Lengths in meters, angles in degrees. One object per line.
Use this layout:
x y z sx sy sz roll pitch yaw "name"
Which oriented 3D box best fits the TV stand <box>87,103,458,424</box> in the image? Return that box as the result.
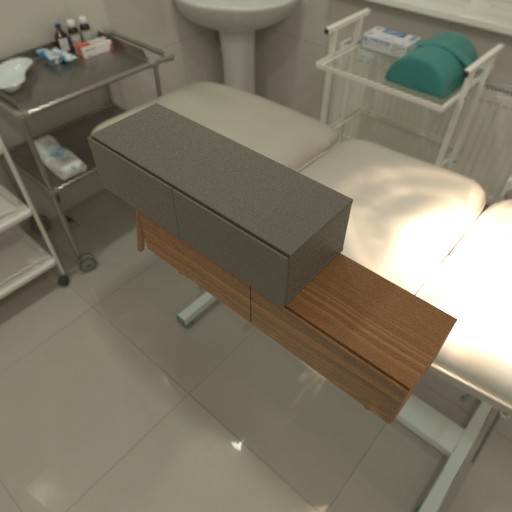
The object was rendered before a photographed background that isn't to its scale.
0.000 0.000 1.597 1.336 0.591 0.329 32 54 27 "TV stand"
